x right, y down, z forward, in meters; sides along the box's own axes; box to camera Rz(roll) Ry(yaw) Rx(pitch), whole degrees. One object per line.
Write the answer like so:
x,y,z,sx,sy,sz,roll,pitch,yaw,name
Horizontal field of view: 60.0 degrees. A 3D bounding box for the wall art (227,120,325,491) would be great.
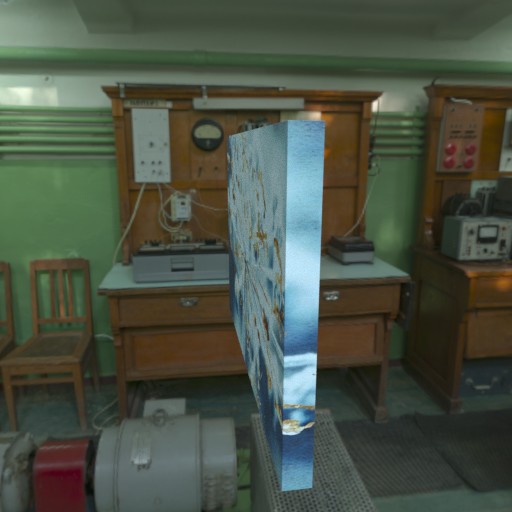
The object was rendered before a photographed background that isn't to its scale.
0.000,0.000,0.751,0.036,0.405,0.607,-2,14,-9,wall art
